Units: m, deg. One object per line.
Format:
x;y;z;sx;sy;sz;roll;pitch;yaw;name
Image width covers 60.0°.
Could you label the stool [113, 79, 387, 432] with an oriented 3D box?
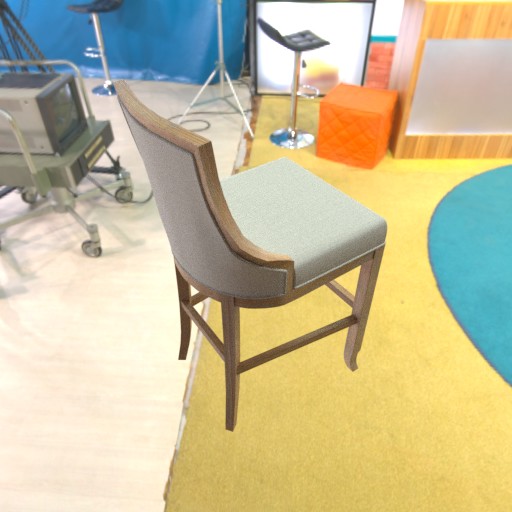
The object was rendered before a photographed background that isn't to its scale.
0.000;0.000;1.437;0.626;1.101;0.524;-24;45;-26;stool
